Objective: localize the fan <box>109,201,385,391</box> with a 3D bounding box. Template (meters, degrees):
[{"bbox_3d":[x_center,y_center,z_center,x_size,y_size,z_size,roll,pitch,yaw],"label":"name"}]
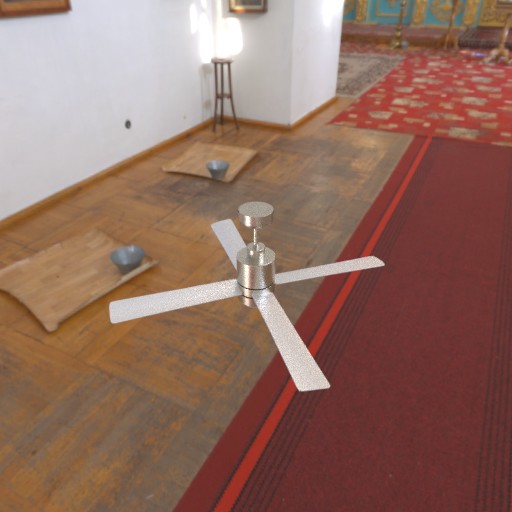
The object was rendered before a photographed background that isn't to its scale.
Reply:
[{"bbox_3d":[0.000,0.000,2.299,1.525,0.539,1.525,-10,34,-15],"label":"fan"}]
